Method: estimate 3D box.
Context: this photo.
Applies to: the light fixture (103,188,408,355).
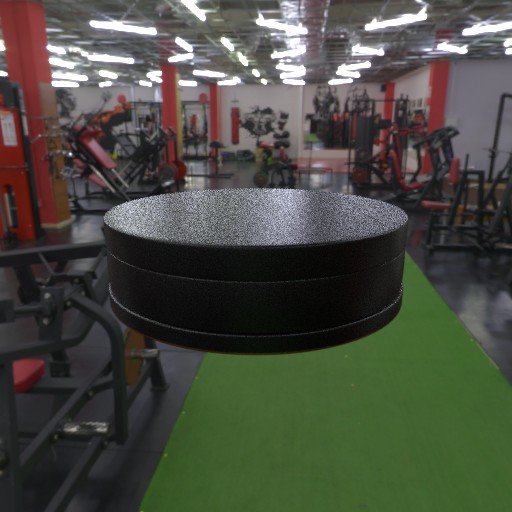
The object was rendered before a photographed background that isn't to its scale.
[{"bbox_3d":[0.000,0.000,0.442,0.283,0.097,0.283,0,16,0],"label":"light fixture"}]
